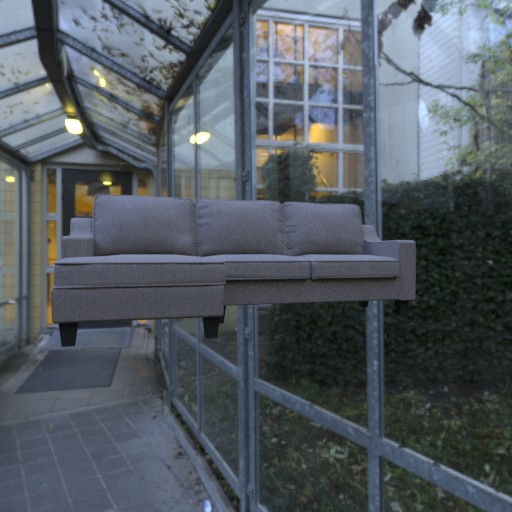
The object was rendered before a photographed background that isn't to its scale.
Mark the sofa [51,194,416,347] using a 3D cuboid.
[{"bbox_3d":[0.000,0.000,3.198,2.561,0.928,1.294,0,0,-18],"label":"sofa"}]
